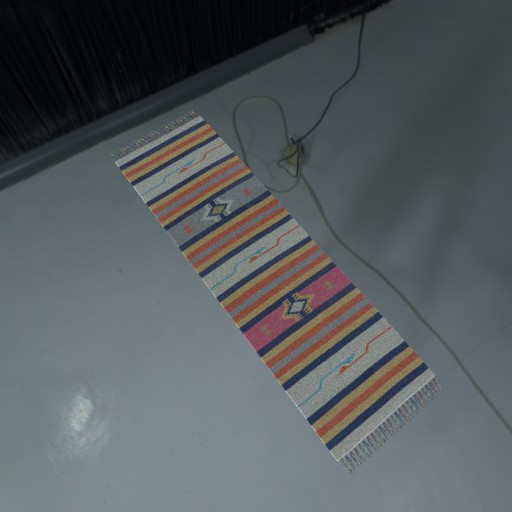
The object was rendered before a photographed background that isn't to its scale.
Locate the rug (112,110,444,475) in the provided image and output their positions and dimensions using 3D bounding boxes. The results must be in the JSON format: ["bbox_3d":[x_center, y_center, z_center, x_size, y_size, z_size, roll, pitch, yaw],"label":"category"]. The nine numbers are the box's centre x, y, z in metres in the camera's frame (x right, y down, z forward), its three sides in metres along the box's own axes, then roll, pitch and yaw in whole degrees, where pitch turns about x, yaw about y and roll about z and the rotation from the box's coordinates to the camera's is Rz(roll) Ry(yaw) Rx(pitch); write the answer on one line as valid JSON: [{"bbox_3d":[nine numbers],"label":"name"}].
[{"bbox_3d":[0.000,0.000,2.684,0.695,0.017,2.455,-33,68,-15],"label":"rug"}]
